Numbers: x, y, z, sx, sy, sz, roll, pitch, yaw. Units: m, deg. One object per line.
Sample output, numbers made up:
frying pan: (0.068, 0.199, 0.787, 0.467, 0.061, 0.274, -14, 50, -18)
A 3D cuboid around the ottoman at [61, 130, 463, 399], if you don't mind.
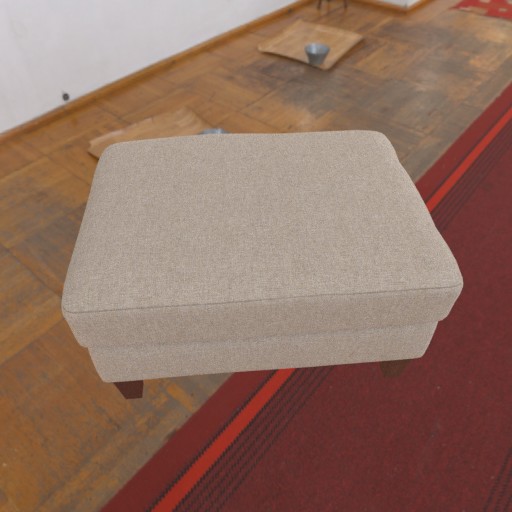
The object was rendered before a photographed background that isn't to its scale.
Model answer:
ottoman: (0.000, 0.000, 1.316, 0.898, 0.519, 0.677, -4, 46, -4)
